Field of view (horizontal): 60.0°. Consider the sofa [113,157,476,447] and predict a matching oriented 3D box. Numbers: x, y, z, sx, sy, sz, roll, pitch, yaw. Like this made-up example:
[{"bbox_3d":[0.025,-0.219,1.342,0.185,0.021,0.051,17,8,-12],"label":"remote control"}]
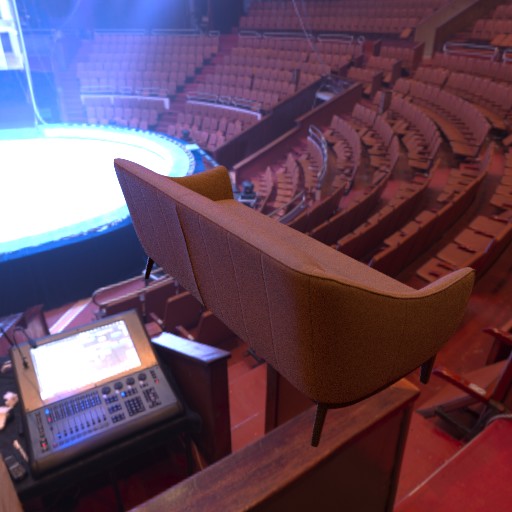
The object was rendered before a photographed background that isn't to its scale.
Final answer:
[{"bbox_3d":[0.000,0.000,2.336,0.869,0.830,1.928,-18,32,-32],"label":"sofa"}]
